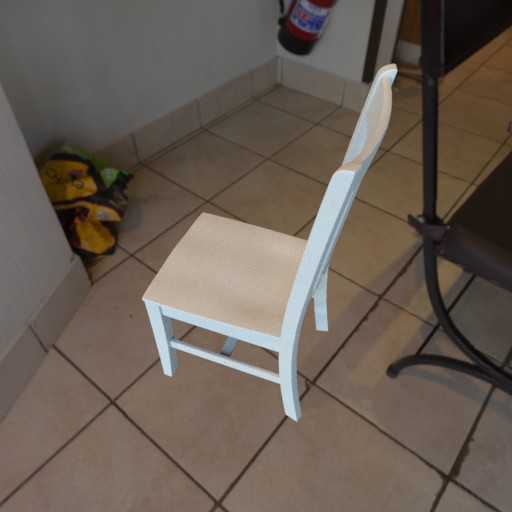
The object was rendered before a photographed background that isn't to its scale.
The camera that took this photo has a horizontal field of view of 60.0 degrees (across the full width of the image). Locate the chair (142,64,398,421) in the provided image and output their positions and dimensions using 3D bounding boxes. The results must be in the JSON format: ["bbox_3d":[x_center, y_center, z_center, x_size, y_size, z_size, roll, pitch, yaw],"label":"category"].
[{"bbox_3d":[0.000,0.000,1.274,0.555,0.998,0.450,15,48,14],"label":"chair"}]
